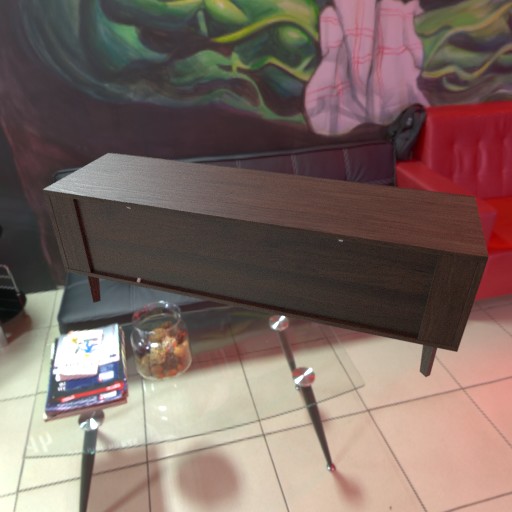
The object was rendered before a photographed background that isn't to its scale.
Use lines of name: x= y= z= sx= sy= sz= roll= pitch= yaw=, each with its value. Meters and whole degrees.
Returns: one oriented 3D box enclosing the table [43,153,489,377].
table: x=0.000 y=0.000 z=1.626 sx=1.397 sy=0.508 sz=0.405 roll=10 pitch=34 yaw=15
